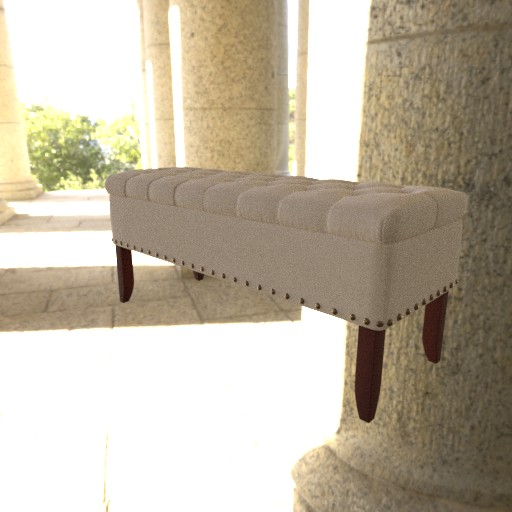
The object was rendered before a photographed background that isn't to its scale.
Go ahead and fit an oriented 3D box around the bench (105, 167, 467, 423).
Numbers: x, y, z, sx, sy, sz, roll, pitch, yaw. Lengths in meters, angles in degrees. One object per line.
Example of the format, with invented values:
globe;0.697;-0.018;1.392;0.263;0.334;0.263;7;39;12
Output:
bench;0.000;0.000;1.325;1.054;0.470;0.400;14;21;42
